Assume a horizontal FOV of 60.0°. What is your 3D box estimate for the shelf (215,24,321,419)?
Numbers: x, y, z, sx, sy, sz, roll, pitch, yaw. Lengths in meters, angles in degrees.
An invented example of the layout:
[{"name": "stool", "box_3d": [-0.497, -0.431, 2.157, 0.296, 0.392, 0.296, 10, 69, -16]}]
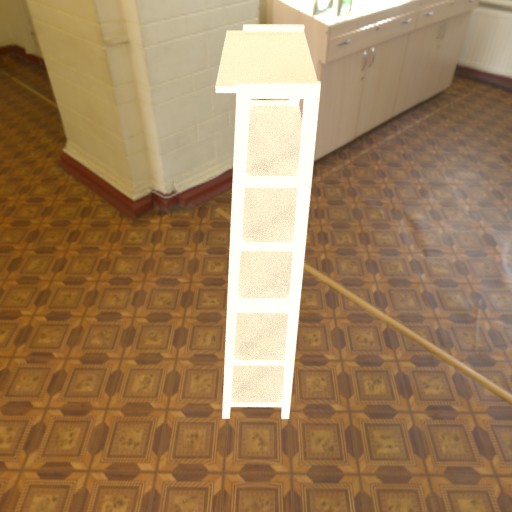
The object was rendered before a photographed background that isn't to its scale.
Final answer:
[{"name": "shelf", "box_3d": [0.000, 0.000, 2.150, 0.381, 1.892, 0.660, 0, 41, 0]}]
